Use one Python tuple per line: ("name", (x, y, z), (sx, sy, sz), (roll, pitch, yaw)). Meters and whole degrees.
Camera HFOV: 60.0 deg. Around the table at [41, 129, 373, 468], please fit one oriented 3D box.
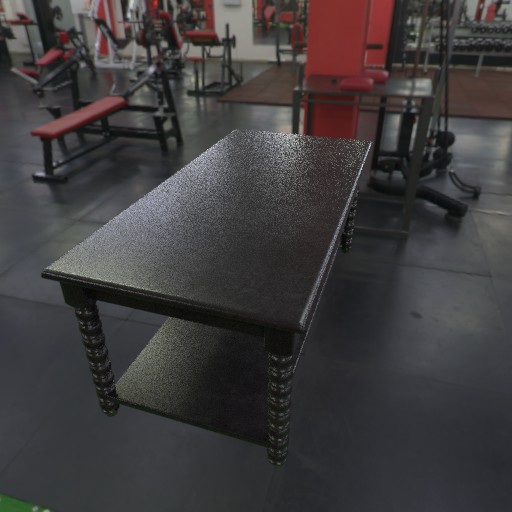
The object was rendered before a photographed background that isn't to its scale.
("table", (0.000, 0.000, 1.456), (0.580, 0.487, 1.171), (10, 33, 16))
